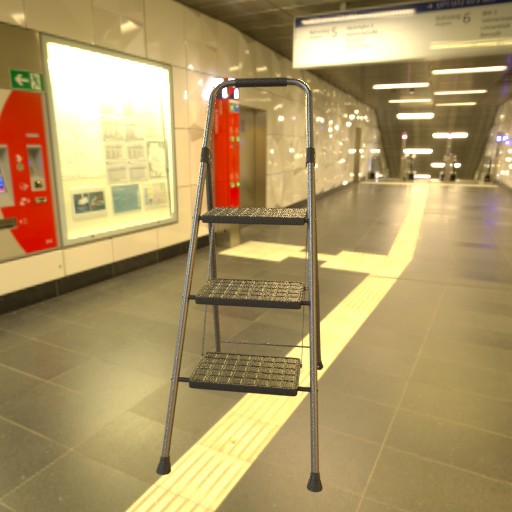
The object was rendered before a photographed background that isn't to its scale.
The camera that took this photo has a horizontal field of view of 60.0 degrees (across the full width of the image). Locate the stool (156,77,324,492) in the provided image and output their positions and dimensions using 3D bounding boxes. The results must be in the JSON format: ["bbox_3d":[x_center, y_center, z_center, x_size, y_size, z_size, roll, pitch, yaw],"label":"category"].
[{"bbox_3d":[0.000,0.000,1.446,0.473,1.121,0.733,2,14,8],"label":"stool"}]
